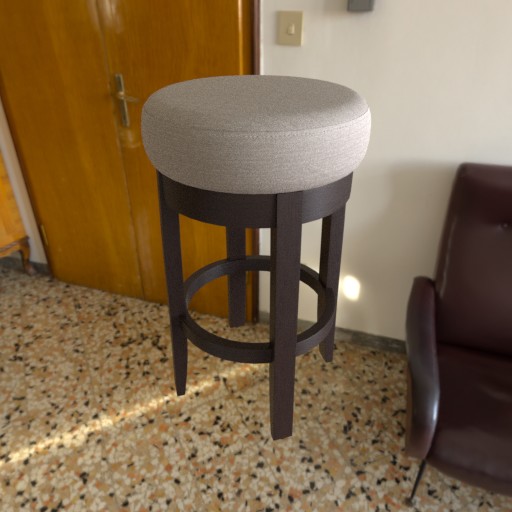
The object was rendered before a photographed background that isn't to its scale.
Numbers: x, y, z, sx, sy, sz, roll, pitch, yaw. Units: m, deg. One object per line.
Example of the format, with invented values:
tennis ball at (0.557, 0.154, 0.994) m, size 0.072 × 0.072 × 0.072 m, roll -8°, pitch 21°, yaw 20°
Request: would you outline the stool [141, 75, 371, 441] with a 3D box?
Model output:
stool at (0.000, 0.000, 1.033) m, size 0.443 × 0.757 × 0.443 m, roll 0°, pitch 31°, yaw 0°
